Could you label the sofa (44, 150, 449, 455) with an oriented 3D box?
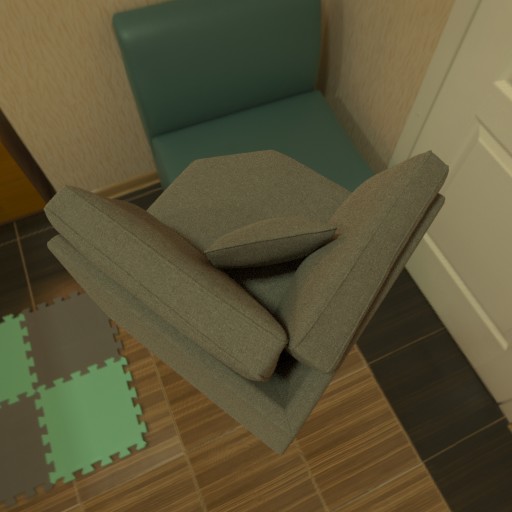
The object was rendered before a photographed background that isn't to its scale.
[{"bbox_3d":[0.000,0.000,1.827,1.042,0.951,1.050,33,67,16],"label":"sofa"}]
